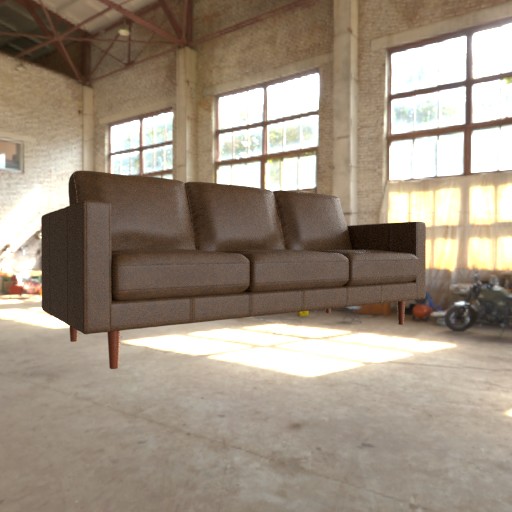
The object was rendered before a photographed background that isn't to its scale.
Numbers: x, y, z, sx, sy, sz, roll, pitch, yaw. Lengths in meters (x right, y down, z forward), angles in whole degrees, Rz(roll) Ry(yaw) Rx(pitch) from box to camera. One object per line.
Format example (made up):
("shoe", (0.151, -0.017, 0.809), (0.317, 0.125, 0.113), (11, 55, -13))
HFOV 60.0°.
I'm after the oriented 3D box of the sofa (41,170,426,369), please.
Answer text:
("sofa", (0.000, 0.000, 2.691), (2.231, 0.930, 0.903), (0, 1, -35))
